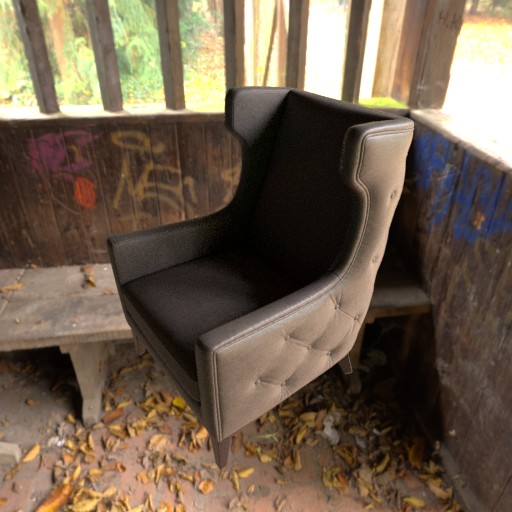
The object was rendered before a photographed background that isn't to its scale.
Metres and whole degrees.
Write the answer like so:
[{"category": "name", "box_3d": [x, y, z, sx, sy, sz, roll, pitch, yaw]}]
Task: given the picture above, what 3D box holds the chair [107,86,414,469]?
[{"category": "chair", "box_3d": [0.000, 0.000, 1.675, 0.899, 1.079, 0.769, -22, 38, -30]}]
